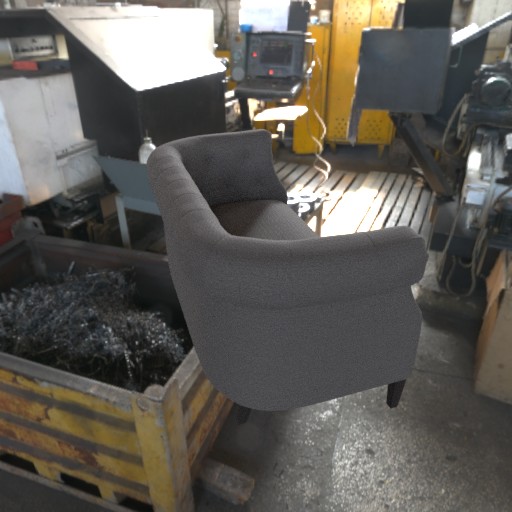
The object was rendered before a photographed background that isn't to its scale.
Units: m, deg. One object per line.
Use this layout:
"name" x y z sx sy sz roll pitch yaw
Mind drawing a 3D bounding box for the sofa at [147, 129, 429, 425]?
"sofa" 0.000 0.000 2.077 0.835 0.827 1.558 -9 31 -16
